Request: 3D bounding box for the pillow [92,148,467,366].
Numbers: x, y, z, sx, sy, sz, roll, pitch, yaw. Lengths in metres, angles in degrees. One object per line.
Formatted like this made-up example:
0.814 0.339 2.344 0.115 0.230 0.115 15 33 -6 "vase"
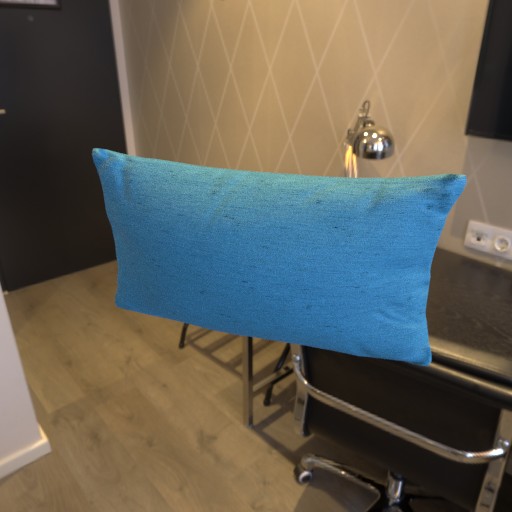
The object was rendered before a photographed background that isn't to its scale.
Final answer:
0.000 0.000 0.782 0.633 0.338 0.210 8 26 16 "pillow"
